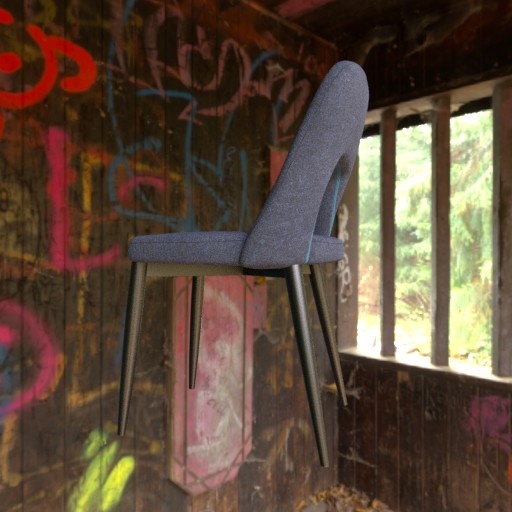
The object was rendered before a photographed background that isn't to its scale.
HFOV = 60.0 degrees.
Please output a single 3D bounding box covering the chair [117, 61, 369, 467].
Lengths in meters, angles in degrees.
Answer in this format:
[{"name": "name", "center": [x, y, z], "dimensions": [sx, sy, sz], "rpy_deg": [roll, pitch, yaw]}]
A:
[{"name": "chair", "center": [0.000, 0.000, 1.246], "dimensions": [0.612, 0.931, 0.470], "rpy_deg": [0, 0, 17]}]
